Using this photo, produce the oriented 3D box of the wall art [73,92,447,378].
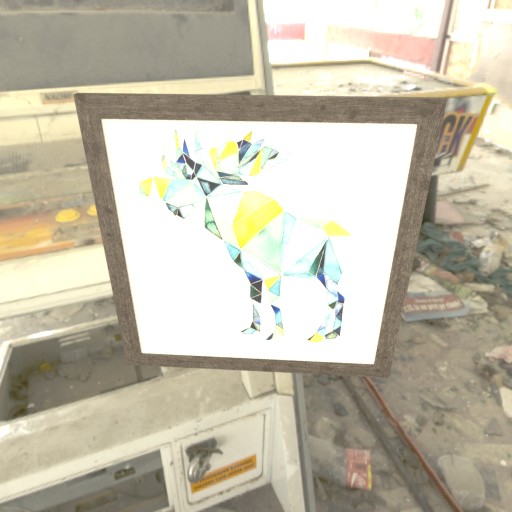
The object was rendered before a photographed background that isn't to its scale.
[{"bbox_3d":[0.000,0.000,0.661,0.457,0.457,0.013,2,30,3],"label":"wall art"}]
